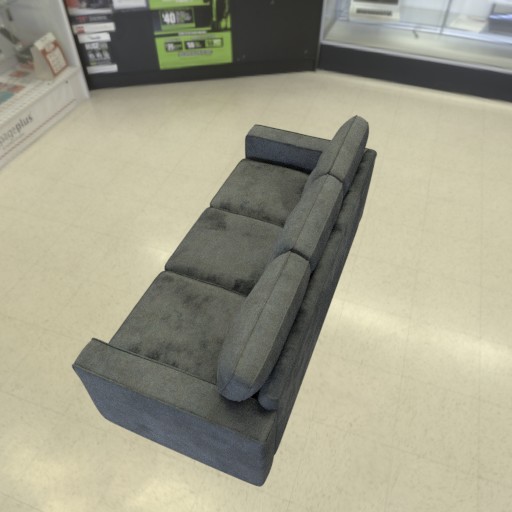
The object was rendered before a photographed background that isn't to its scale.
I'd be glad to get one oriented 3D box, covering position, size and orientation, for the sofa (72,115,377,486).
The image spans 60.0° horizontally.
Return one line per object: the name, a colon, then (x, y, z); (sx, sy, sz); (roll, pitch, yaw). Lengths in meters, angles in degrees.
sofa: (0.000, 0.000, 2.597); (0.939, 0.965, 2.133); (17, 50, 15)
